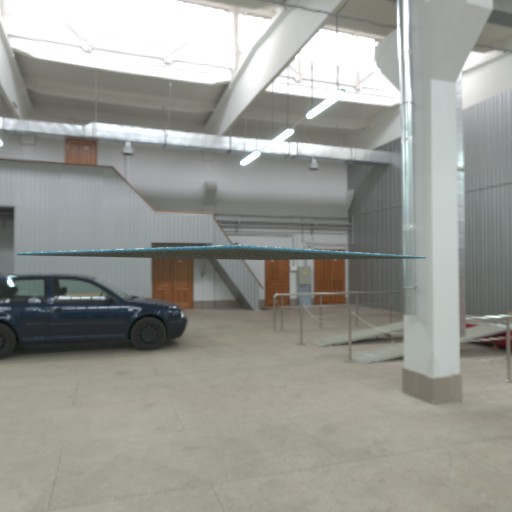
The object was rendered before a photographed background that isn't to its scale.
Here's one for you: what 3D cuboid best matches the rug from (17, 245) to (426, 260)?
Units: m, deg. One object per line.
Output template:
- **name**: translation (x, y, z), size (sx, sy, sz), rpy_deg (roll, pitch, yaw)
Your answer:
- **rug**: translation (0.000, 0.000, 3.430), size (1.816, 0.018, 2.746), rpy_deg (-1, -2, 36)
